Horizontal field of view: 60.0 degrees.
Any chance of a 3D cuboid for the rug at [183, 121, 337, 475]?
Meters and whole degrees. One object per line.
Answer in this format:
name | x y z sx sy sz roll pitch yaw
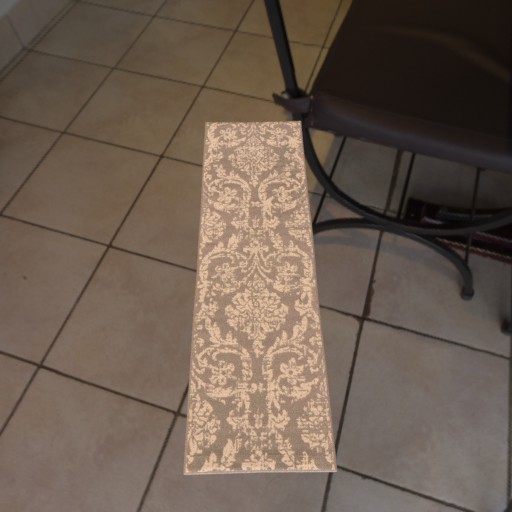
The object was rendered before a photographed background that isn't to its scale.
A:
rug | 0.000 0.000 2.481 0.662 0.011 2.196 -1 58 -1
